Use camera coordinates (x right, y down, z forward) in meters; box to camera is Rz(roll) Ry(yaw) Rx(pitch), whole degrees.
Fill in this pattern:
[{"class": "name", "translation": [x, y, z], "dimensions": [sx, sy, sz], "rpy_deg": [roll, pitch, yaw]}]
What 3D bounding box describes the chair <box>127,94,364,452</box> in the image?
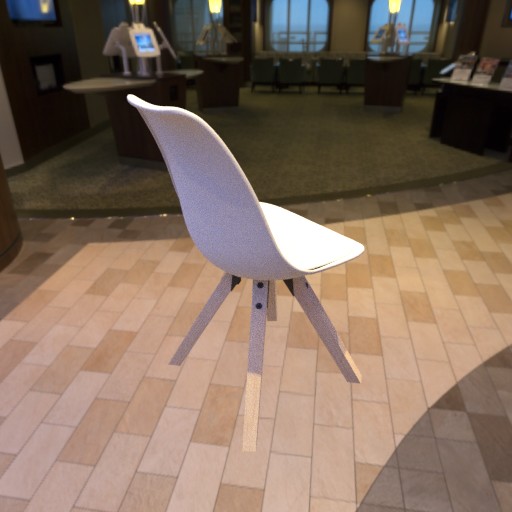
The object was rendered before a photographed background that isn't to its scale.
[{"class": "chair", "translation": [0.000, 0.000, 1.203], "dimensions": [0.550, 0.850, 0.485], "rpy_deg": [-19, 33, -32]}]
